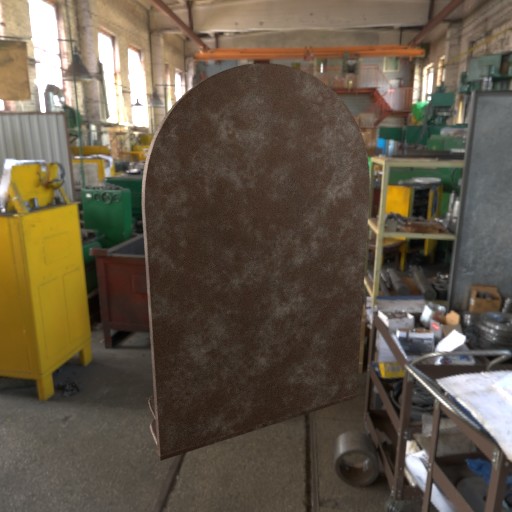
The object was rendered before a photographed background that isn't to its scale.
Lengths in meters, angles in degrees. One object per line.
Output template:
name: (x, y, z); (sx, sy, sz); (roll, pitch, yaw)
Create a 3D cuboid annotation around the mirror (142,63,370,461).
mirror: (0.000, 0.000, 0.978); (0.510, 0.770, 0.137); (-7, 16, -26)
